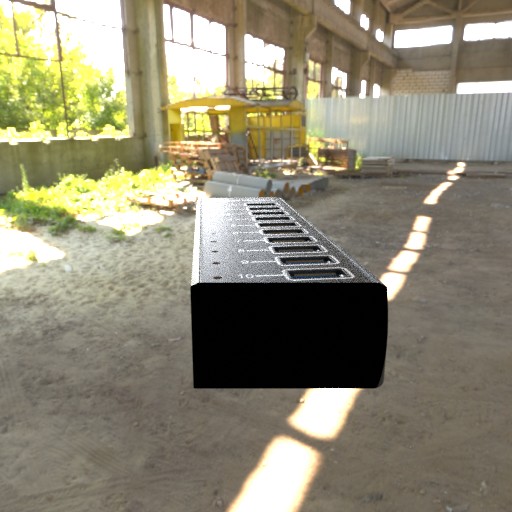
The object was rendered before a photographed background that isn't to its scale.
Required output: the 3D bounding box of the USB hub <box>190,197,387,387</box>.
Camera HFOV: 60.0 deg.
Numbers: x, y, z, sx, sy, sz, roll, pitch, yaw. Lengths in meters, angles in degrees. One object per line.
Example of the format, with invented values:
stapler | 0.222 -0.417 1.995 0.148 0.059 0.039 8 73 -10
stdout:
USB hub | 0.000 0.000 0.164 0.044 0.023 0.145 -2 16 -6
